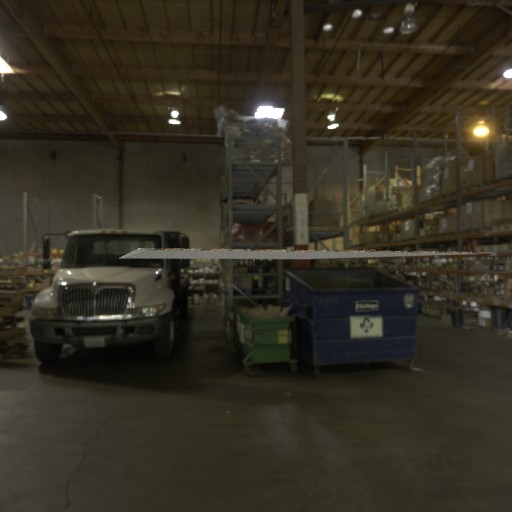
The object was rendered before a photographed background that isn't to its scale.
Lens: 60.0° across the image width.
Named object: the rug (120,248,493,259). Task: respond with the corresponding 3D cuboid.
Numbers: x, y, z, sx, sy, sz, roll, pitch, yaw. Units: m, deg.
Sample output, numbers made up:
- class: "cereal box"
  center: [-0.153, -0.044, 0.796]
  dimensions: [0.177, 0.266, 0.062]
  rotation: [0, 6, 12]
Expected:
- class: "rug"
  center: [0.000, 0.000, 4.188]
  dimensions: [2.379, 0.011, 3.221]
  rotation: [0, -1, -19]
